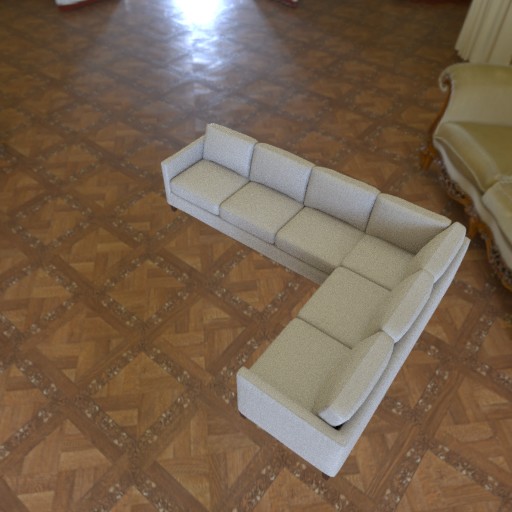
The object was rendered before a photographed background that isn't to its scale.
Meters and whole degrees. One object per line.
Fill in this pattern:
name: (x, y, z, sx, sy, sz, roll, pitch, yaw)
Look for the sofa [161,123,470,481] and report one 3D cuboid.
sofa: (0.000, 0.000, 4.420, 3.333, 0.934, 2.522, 29, 53, 25)
